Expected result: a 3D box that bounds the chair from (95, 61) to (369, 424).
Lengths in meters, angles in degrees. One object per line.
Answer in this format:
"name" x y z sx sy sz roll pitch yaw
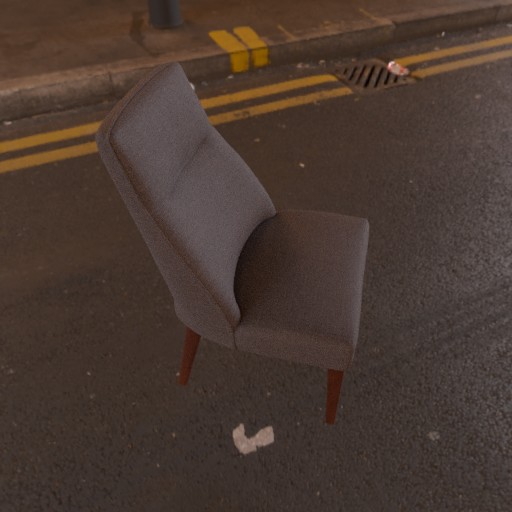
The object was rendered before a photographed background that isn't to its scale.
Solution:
"chair" 0.000 0.000 1.269 0.620 0.930 0.500 10 47 10
